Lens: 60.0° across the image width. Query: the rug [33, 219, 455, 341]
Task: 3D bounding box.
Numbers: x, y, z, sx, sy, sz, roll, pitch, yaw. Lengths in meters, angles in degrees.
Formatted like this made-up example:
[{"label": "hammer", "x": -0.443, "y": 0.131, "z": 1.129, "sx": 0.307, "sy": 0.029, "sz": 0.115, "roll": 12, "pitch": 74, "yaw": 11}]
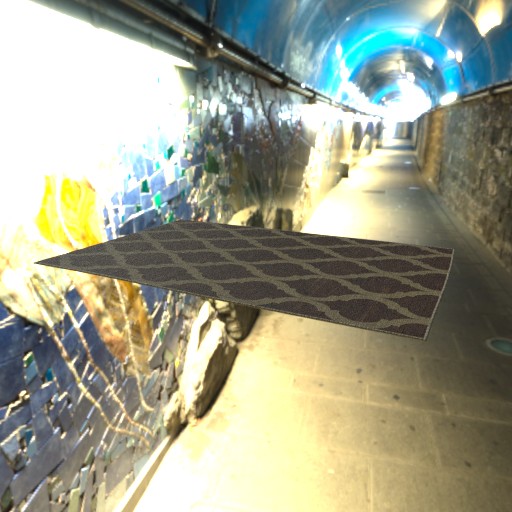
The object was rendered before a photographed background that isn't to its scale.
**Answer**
[{"label": "rug", "x": 0.000, "y": 0.000, "z": 2.855, "sx": 2.284, "sy": 0.008, "sz": 1.522, "roll": 8, "pitch": 18, "yaw": 26}]
